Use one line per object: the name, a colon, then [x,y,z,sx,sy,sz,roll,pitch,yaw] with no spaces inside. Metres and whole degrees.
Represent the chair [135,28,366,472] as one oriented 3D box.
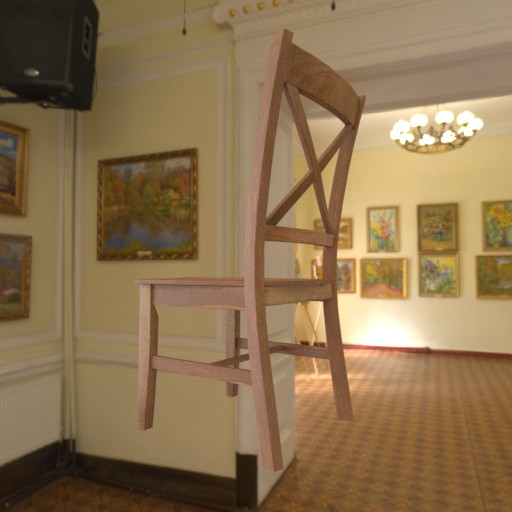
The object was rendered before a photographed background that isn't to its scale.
chair: [0.000,0.000,1.302,0.542,0.983,0.485,-1,-2,35]
